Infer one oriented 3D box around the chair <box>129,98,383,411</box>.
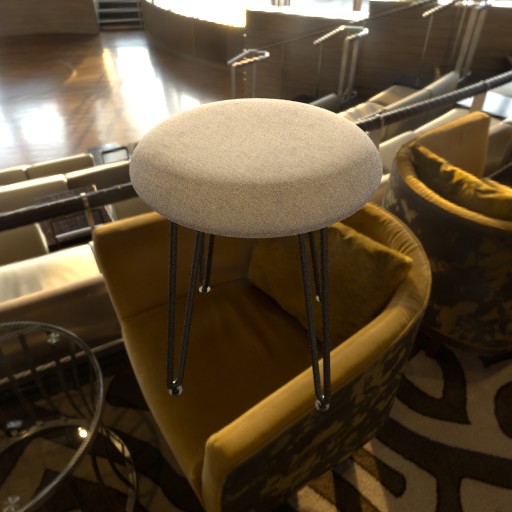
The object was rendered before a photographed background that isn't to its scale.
[{"bbox_3d":[0.000,0.000,0.655,0.350,0.386,0.350,-27,47,-29],"label":"chair"}]
